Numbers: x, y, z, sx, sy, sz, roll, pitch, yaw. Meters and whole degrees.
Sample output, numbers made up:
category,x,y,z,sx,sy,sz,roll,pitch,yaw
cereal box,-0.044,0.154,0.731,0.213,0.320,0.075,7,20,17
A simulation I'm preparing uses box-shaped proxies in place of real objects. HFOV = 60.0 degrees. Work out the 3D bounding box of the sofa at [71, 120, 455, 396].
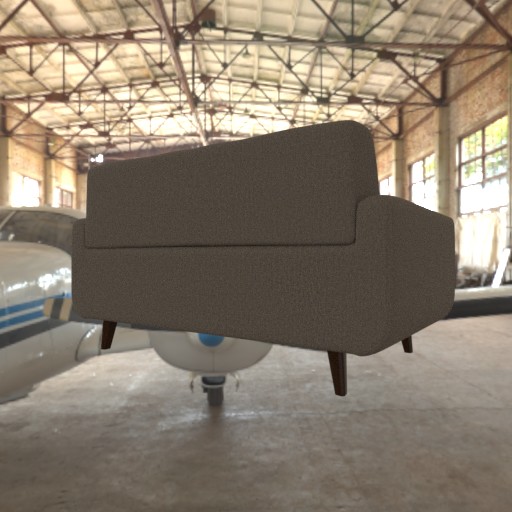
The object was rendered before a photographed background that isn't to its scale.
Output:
category,x,y,z,sx,sy,sz,roll,pitch,yaw
sofa,0.000,0.000,2.176,1.651,0.925,0.952,0,0,35
